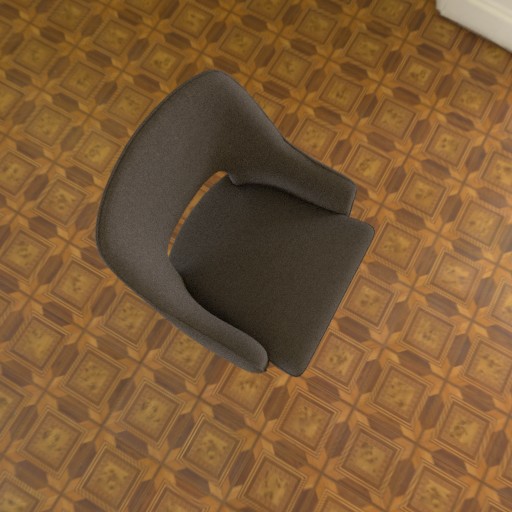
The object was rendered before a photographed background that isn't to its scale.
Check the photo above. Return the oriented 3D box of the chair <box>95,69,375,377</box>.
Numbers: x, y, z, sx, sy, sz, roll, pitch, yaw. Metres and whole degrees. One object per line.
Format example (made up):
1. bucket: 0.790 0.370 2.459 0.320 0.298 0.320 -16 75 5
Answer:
1. chair: 0.000 0.000 1.215 0.560 0.838 0.559 28 78 7
